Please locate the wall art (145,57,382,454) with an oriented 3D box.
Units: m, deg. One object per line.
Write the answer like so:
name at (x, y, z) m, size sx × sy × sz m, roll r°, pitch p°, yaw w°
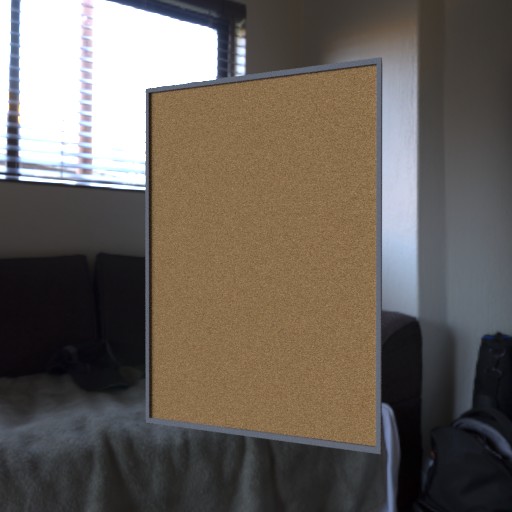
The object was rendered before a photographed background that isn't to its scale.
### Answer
wall art at (0.000, 0.000, 0.936) m, size 0.511 × 0.753 × 0.039 m, roll 0°, pitch 0°, yaw 18°
